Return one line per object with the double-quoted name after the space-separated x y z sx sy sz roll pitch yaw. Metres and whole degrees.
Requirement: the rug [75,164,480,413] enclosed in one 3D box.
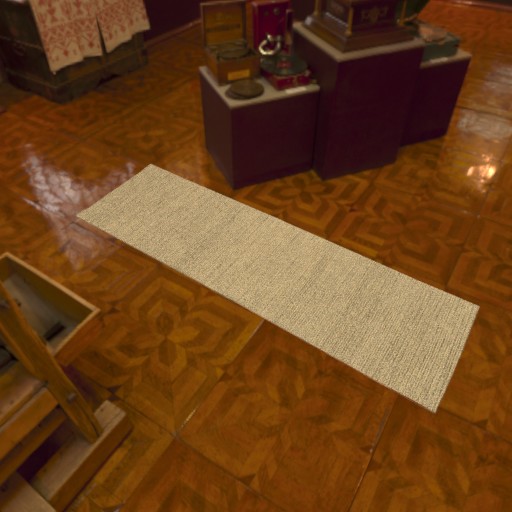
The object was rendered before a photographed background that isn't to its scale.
0.000 0.000 2.530 2.320 0.032 0.692 26 50 24 "rug"
